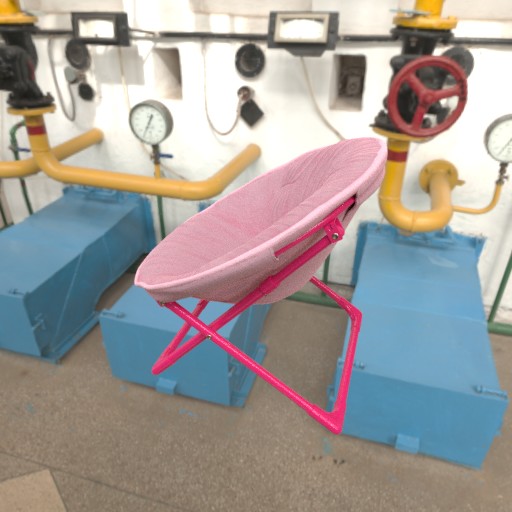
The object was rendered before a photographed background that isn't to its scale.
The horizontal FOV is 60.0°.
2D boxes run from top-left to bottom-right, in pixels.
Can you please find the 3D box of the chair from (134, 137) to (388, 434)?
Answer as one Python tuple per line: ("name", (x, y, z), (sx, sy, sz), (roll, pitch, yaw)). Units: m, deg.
("chair", (0.000, 0.000, 0.916), (0.459, 0.494, 0.522), (9, 32, 15))
